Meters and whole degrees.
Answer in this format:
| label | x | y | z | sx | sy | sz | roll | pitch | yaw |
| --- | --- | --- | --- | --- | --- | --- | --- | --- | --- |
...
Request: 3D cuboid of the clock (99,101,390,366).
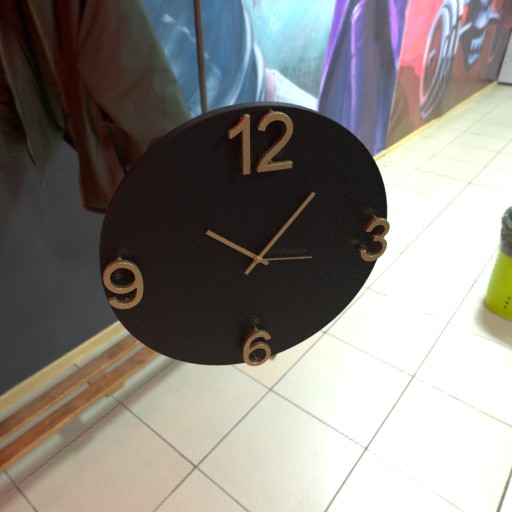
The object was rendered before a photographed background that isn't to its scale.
| label | x | y | z | sx | sy | sz | roll | pitch | yaw |
| --- | --- | --- | --- | --- | --- | --- | --- | --- | --- |
| clock | 0.000 | 0.000 | 0.681 | 0.454 | 0.454 | 0.038 | -10 | 35 | -15 |
